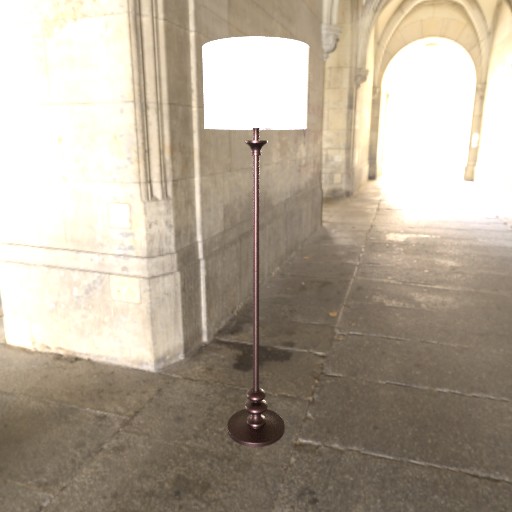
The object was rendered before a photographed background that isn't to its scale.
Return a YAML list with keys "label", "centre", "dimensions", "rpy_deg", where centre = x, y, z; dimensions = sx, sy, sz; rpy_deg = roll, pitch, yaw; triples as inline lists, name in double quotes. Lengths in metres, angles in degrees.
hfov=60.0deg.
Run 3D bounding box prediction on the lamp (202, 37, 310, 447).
- label: "lamp"
  centre: [0.000, 0.000, 1.666]
  dimensions: [0.356, 1.487, 0.356]
  rpy_deg: [-7, 16, -26]
